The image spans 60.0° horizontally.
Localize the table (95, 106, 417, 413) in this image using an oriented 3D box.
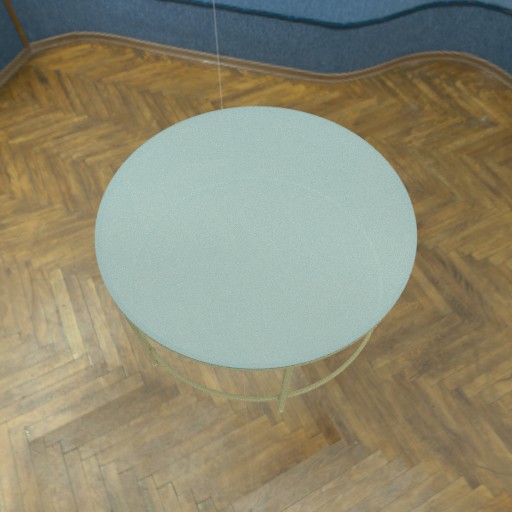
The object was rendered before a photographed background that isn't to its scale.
[{"bbox_3d":[0.000,0.000,1.471,0.914,0.470,0.914,0,58,0],"label":"table"}]
